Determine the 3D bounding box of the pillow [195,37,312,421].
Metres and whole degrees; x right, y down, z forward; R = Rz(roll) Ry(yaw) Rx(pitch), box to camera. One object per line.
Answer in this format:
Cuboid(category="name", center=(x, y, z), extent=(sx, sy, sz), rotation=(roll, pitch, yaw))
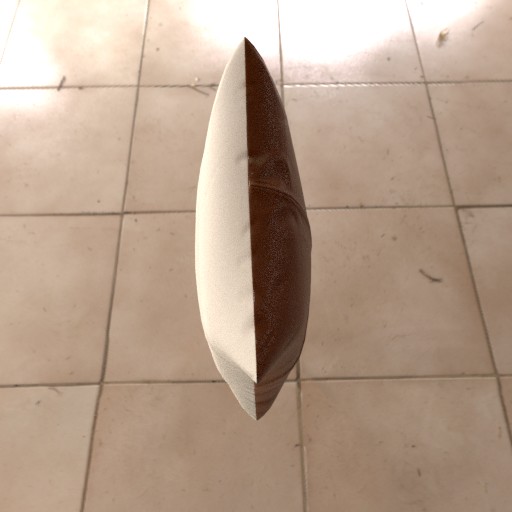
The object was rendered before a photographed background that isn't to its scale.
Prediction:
Cuboid(category="pillow", center=(0.000, 0.000, 0.766), extent=(0.192, 0.477, 0.501), rotation=(-2, 65, -1))
